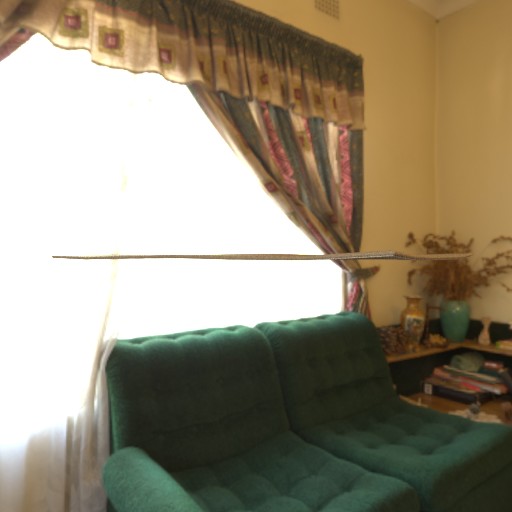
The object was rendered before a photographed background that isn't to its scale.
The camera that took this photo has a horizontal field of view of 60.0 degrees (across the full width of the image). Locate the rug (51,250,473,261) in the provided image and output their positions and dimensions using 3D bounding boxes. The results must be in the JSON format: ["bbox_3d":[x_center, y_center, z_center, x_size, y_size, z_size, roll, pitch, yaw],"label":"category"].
[{"bbox_3d":[0.000,0.000,3.022,2.430,0.053,1.553,0,0,36],"label":"rug"}]
